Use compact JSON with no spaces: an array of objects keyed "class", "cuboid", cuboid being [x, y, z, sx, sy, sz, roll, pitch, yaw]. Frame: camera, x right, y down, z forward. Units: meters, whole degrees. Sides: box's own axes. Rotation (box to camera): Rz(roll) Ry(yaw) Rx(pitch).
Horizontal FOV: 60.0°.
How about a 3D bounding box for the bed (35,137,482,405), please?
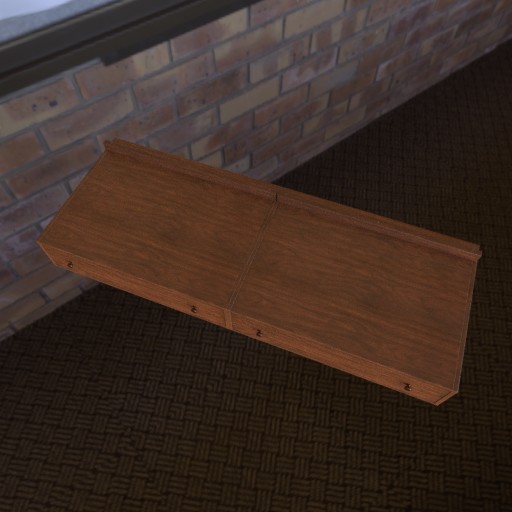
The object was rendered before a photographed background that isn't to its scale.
[{"class":"bed","cuboid":[0.000,0.000,2.277,2.057,0.326,0.787,18,61,11]}]
